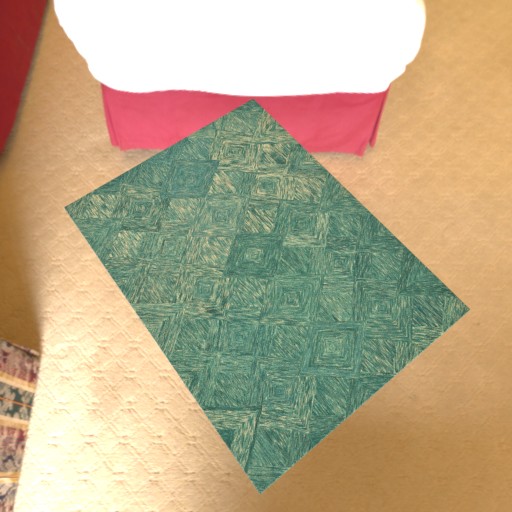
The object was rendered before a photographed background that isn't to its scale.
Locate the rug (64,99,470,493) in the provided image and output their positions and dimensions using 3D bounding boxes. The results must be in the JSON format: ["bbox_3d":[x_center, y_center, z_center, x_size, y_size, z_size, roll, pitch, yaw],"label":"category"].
[{"bbox_3d":[0.000,0.000,4.236,2.405,0.027,3.217,-35,69,-15],"label":"rug"}]
